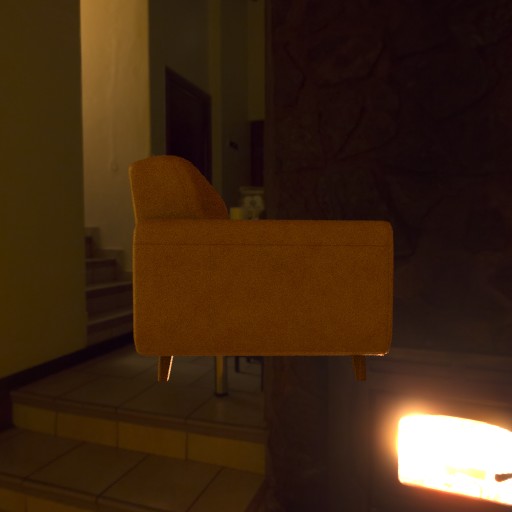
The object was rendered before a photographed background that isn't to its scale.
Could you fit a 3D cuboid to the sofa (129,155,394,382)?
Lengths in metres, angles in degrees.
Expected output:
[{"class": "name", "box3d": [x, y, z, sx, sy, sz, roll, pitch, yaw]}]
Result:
[{"class": "sofa", "box3d": [0.000, 0.000, 2.621, 0.980, 0.892, 2.137, 0, 3, 0]}]
